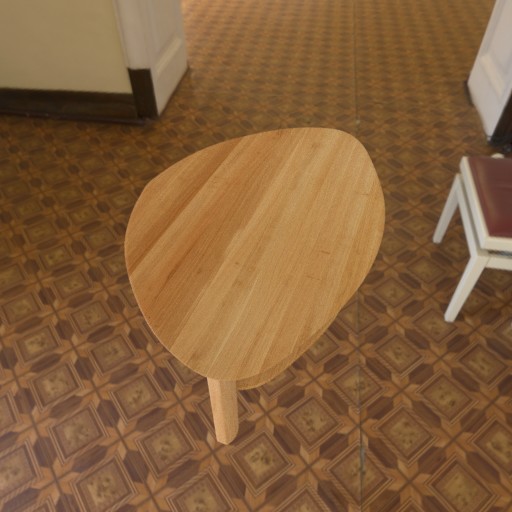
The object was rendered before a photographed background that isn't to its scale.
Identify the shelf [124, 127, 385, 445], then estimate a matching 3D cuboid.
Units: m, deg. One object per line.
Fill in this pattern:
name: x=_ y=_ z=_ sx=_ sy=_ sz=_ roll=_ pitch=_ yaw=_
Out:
shelf: x=0.000 y=0.000 z=1.661 sx=0.845 sy=0.440 sz=1.246 roll=16 pitch=48 yaw=15
